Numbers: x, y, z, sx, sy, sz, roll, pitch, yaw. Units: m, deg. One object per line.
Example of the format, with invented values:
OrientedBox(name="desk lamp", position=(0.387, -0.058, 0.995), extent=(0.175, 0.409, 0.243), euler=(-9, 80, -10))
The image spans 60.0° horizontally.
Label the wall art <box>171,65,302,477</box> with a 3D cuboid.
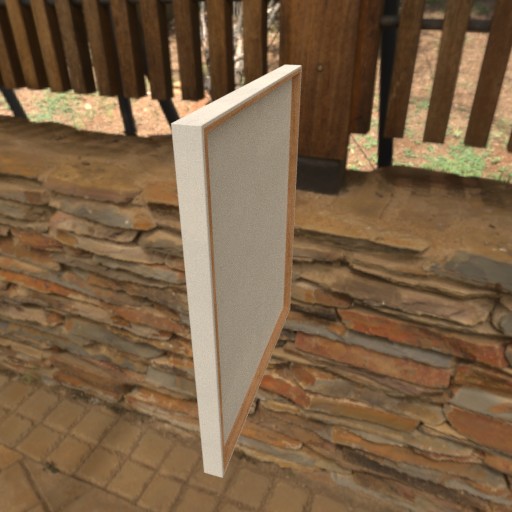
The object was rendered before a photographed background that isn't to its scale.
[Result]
OrientedBox(name="wall art", position=(0.000, 0.000, 0.833), extent=(0.037, 0.606, 0.508), euler=(9, 31, 15))
